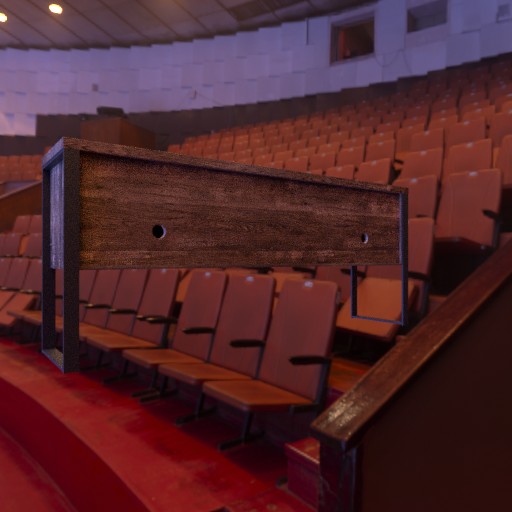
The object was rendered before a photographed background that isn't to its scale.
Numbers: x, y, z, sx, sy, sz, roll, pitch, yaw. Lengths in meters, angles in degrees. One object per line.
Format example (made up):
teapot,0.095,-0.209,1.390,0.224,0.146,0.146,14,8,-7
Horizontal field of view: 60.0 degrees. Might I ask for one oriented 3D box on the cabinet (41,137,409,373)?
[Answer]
cabinet,0.000,0.000,2.105,1.800,0.762,0.395,0,0,-35
